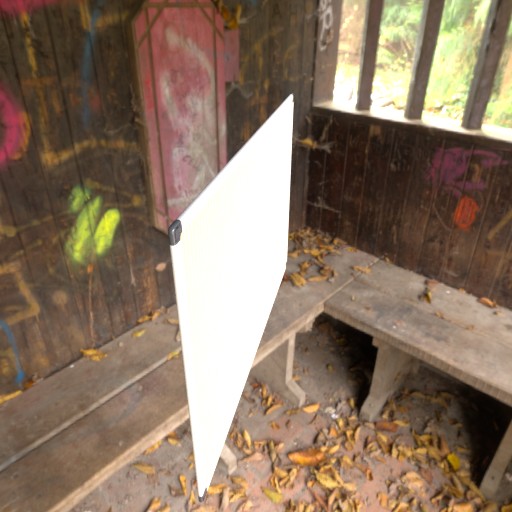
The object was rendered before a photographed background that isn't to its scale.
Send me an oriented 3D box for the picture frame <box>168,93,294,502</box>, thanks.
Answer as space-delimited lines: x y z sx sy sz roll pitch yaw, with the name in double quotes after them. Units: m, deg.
0.000 0.000 1.081 0.010 0.600 0.900 7 31 12 "picture frame"
